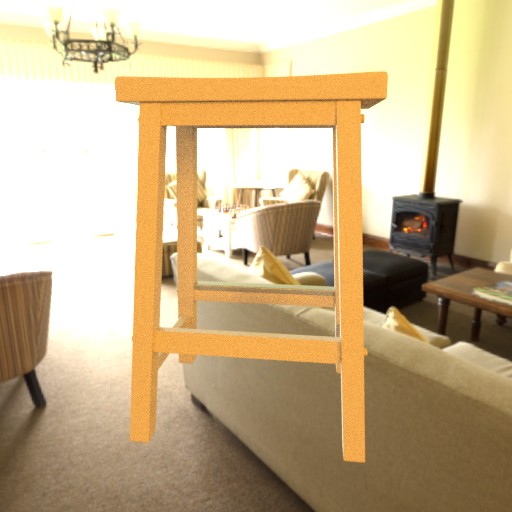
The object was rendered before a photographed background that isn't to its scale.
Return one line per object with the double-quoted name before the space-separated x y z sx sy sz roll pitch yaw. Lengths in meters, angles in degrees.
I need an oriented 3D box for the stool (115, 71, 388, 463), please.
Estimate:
"stool" 0.000 0.000 0.832 0.406 0.610 0.322 2 15 7
